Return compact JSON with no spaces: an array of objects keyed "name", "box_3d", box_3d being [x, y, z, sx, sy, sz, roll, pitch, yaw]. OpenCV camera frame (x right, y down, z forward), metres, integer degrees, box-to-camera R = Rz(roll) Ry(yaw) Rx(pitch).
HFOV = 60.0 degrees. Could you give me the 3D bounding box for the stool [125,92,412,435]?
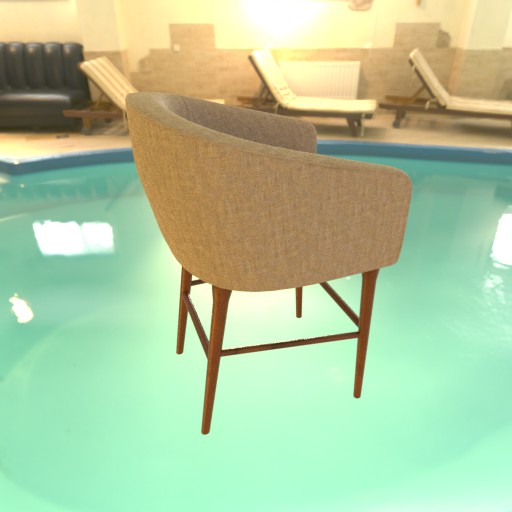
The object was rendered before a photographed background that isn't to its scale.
[{"name":"stool","box_3d":[0.000,0.000,1.342,0.635,0.952,0.559,-11,32,-18]}]
